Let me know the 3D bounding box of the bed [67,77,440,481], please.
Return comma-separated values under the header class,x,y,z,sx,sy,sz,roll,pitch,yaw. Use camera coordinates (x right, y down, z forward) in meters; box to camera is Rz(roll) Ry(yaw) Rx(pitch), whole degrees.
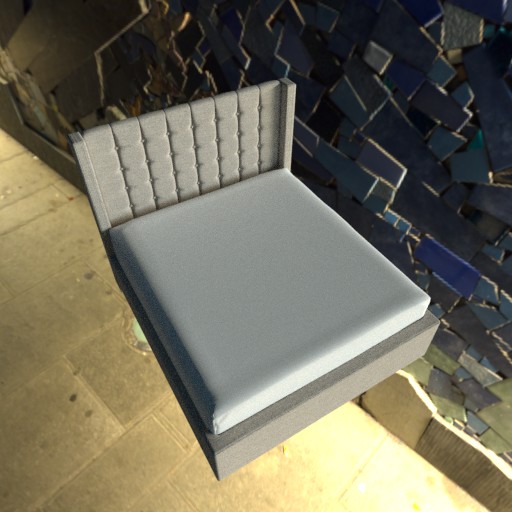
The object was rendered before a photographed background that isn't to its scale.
class,x,y,z,sx,sy,sz,roll,pitch,yaw
bed,0.000,0.000,3.717,2.044,1.748,2.372,-23,50,-21
